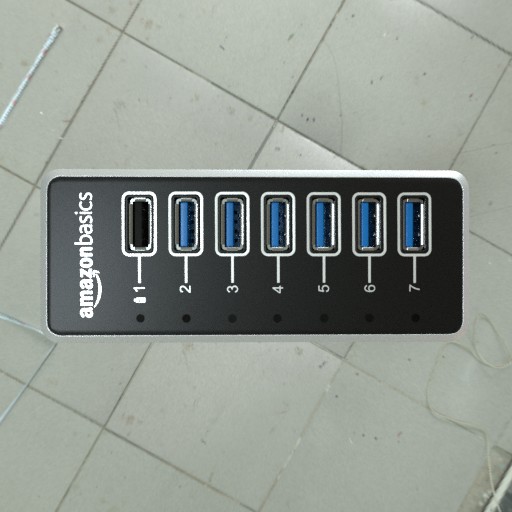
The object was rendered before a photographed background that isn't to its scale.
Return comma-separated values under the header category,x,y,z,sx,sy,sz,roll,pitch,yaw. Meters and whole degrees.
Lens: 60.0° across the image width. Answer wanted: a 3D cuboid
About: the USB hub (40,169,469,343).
category,x,y,z,sx,sy,sz,roll,pitch,yaw
USB hub,0.000,0.000,0.124,0.110,0.023,0.044,0,90,-1
